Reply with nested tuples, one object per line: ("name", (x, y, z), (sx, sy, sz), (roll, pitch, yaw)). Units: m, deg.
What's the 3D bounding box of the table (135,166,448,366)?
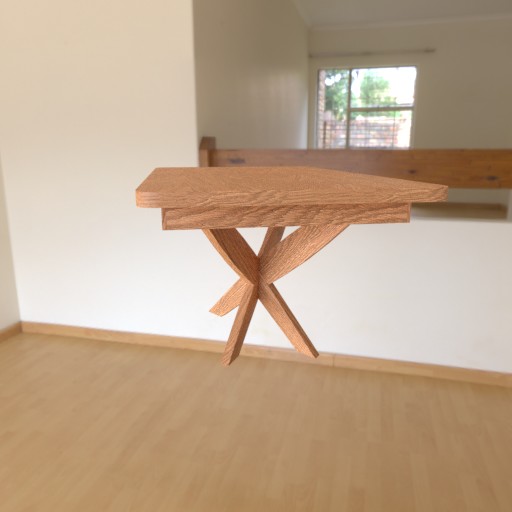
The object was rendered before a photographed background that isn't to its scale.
("table", (0.000, 0.000, 2.110), (0.950, 0.770, 1.600), (-2, 14, -10))
